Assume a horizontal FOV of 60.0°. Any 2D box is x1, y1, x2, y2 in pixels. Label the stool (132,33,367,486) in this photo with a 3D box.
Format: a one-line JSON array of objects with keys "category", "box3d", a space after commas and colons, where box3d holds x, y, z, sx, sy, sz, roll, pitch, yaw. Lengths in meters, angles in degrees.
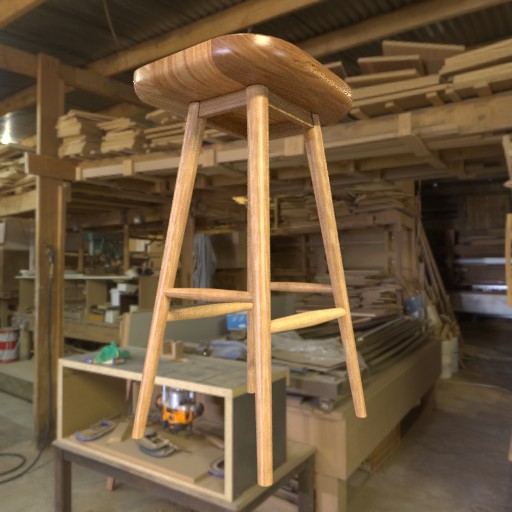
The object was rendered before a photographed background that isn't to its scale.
[{"category": "stool", "box3d": [0.000, 0.000, 0.911, 0.322, 0.698, 0.407, 0, -1, 36]}]
